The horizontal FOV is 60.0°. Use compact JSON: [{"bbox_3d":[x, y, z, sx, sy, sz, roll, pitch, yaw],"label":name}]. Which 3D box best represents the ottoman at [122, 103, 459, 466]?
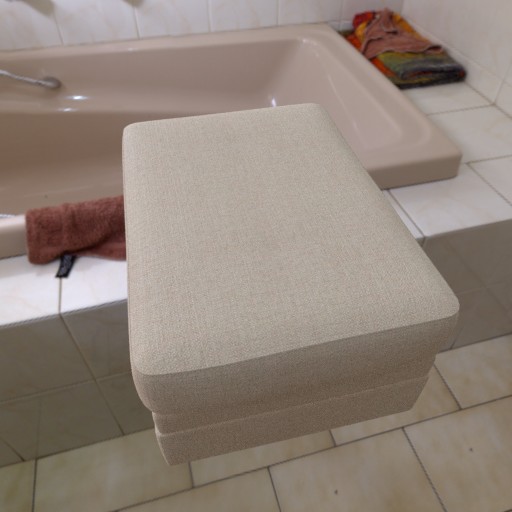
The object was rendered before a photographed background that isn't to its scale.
[{"bbox_3d":[0.000,0.000,1.202,0.637,0.478,0.885,-9,47,-9],"label":"ottoman"}]
